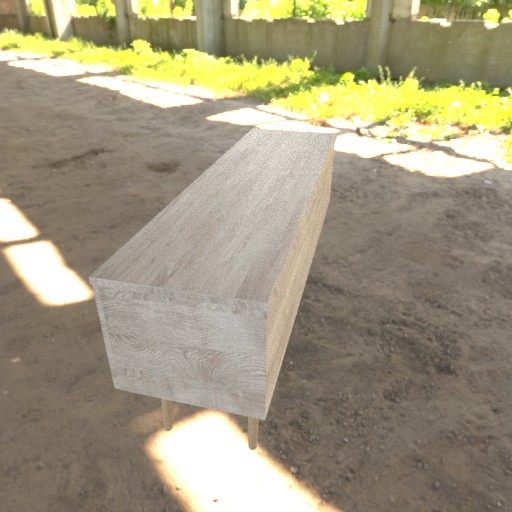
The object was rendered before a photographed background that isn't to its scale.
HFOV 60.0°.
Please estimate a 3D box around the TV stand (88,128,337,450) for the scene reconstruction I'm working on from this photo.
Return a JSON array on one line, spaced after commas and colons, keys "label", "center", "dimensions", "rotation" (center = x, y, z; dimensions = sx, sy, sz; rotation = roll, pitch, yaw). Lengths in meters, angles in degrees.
[{"label": "TV stand", "center": [0.000, 0.000, 1.555], "dimensions": [0.401, 0.565, 1.313], "rotation": [7, 30, 12]}]
